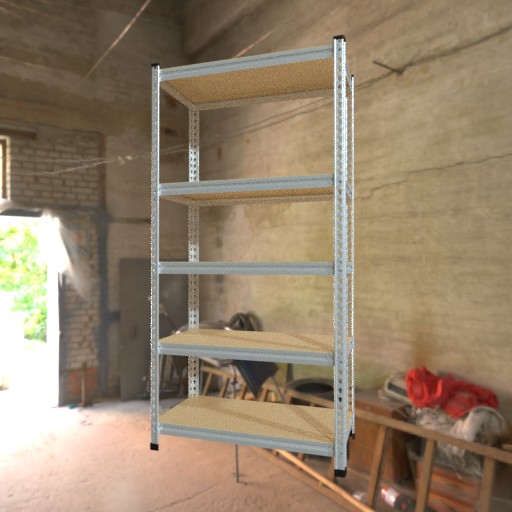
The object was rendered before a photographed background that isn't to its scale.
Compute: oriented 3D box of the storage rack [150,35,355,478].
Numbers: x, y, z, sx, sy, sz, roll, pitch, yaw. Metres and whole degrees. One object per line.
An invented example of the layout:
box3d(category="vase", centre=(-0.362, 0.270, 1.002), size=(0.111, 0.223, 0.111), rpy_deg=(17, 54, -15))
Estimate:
box3d(category="storage rack", centre=(0.000, 0.000, 2.182), size=(0.914, 1.829, 0.457), rpy_deg=(0, -1, 18))
